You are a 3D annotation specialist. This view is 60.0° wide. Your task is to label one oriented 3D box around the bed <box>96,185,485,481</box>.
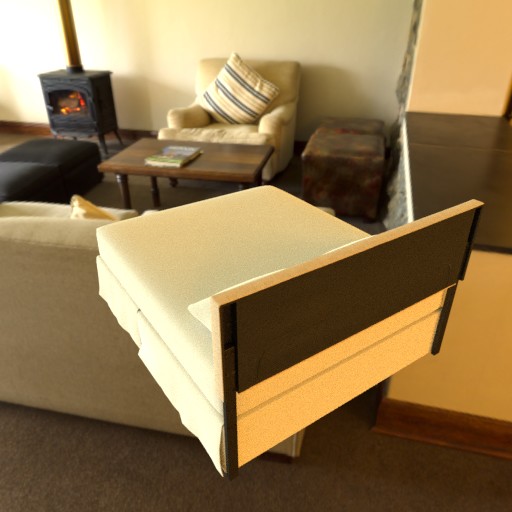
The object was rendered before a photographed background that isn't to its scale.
[{"bbox_3d":[0.000,0.000,2.812,1.616,1.016,1.876,-19,35,-29],"label":"bed"}]
